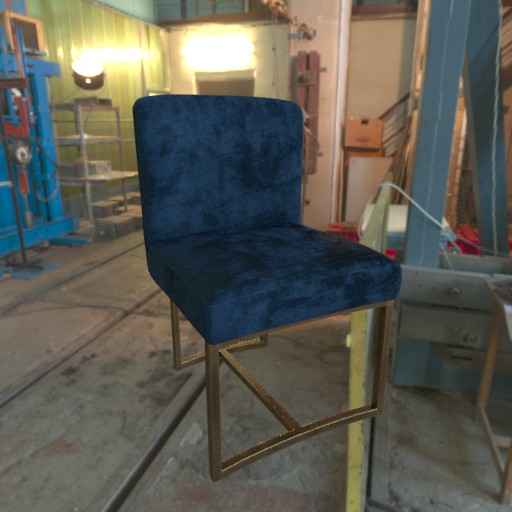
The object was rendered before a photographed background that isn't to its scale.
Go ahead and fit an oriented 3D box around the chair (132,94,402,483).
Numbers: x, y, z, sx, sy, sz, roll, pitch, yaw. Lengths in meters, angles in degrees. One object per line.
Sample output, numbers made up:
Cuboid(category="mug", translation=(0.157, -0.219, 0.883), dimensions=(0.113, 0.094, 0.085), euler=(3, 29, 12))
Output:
Cuboid(category="chair", translation=(0.000, 0.000, 1.174), dimensions=(0.530, 0.824, 0.560), euler=(-9, 19, -27))
